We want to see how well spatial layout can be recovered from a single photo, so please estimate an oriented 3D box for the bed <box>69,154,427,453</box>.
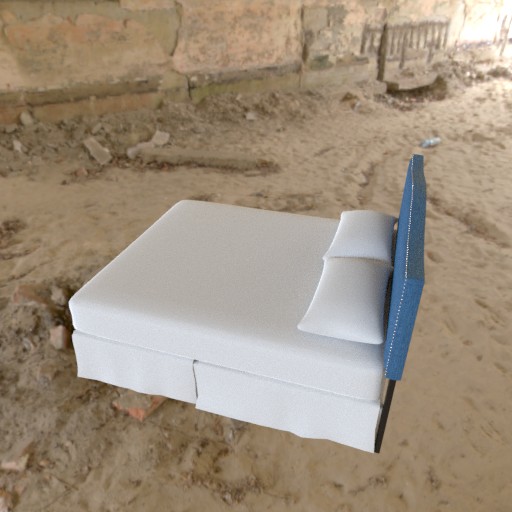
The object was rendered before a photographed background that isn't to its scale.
[{"bbox_3d":[0.000,0.000,2.859,1.872,1.169,1.610,9,33,15],"label":"bed"}]
